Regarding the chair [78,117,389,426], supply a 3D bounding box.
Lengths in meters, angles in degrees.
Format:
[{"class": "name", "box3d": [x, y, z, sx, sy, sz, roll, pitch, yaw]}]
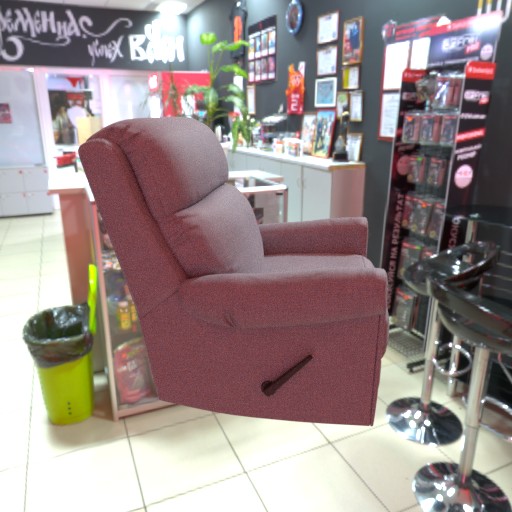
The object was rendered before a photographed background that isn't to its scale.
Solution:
[{"class": "chair", "box3d": [0.000, 0.000, 1.761, 1.014, 1.054, 0.838, 3, 18, 8]}]
